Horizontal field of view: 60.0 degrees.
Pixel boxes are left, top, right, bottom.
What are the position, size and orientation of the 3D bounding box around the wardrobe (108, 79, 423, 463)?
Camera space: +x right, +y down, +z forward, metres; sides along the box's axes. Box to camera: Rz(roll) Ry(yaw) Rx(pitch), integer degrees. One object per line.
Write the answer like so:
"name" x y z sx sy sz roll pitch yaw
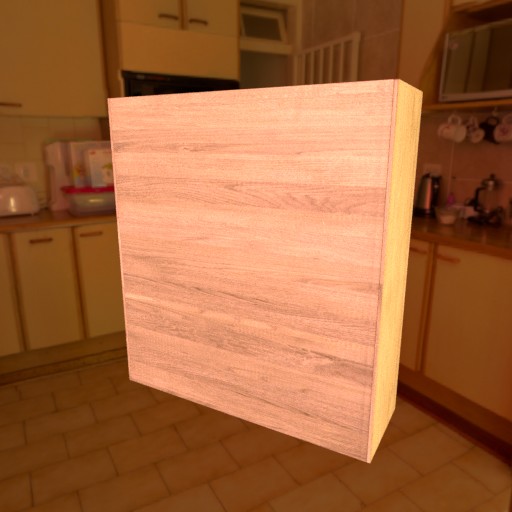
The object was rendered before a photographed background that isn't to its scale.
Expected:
"wardrobe" 0.000 0.000 2.851 1.780 1.960 0.629 8 16 29
